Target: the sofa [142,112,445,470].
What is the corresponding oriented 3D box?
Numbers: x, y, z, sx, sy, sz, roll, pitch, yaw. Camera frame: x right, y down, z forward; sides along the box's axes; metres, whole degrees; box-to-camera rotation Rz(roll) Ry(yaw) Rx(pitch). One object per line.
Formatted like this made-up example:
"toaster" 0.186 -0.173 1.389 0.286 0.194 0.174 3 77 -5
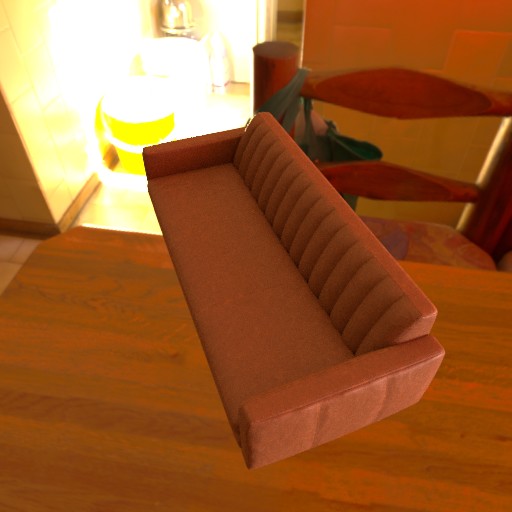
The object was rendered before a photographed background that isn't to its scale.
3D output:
"sofa" 0.000 0.000 2.765 0.990 0.821 2.291 -15 47 -15
